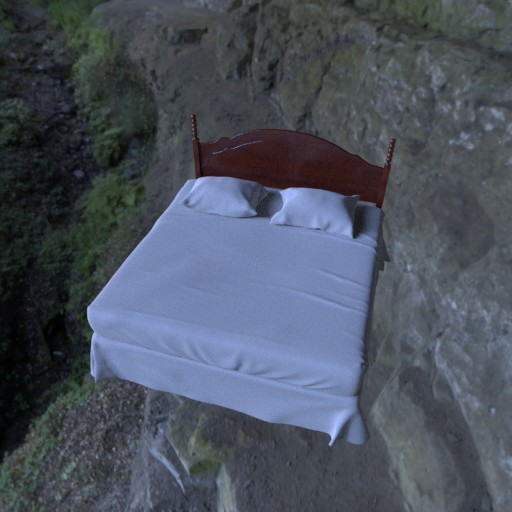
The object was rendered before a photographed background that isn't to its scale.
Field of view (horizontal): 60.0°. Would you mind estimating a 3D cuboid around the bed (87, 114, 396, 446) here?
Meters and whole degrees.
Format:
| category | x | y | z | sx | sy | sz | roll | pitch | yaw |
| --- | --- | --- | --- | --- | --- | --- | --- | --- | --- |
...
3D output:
| category | x | y | z | sx | sy | sz | roll | pitch | yaw |
| --- | --- | --- | --- | --- | --- | --- | --- | --- | --- |
| bed | 0.000 | 0.000 | 3.683 | 2.322 | 1.355 | 2.219 | 11 | 42 | 12 |
